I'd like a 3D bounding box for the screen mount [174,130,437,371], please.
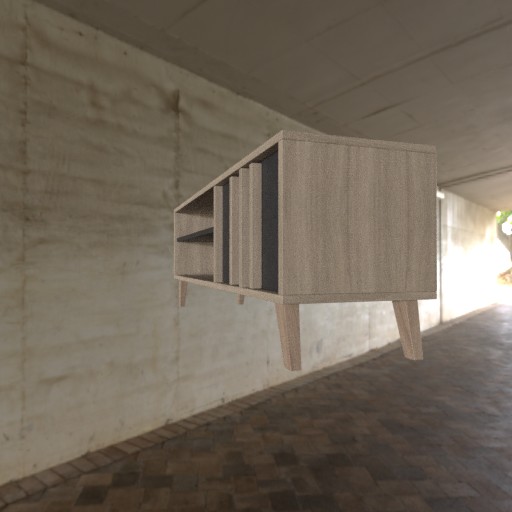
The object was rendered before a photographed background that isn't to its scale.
[{"bbox_3d":[0.000,0.000,1.697,0.401,0.509,1.500,0,-1,-19],"label":"screen mount"}]
